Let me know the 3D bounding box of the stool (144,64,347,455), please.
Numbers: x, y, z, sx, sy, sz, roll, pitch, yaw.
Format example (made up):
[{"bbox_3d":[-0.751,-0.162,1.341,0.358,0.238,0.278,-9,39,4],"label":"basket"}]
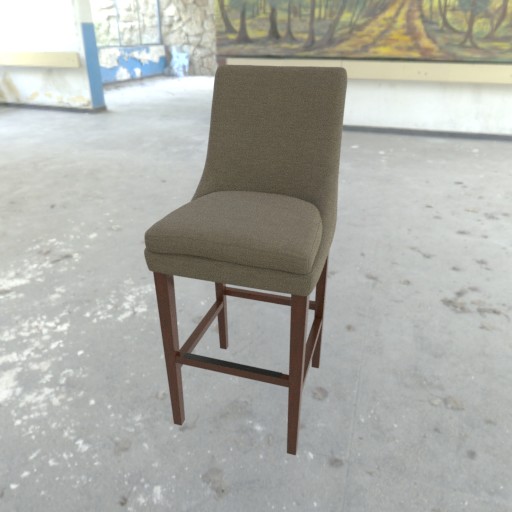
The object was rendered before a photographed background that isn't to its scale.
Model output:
[{"bbox_3d":[0.000,0.000,1.402,0.470,1.078,0.577,8,28,15],"label":"stool"}]
